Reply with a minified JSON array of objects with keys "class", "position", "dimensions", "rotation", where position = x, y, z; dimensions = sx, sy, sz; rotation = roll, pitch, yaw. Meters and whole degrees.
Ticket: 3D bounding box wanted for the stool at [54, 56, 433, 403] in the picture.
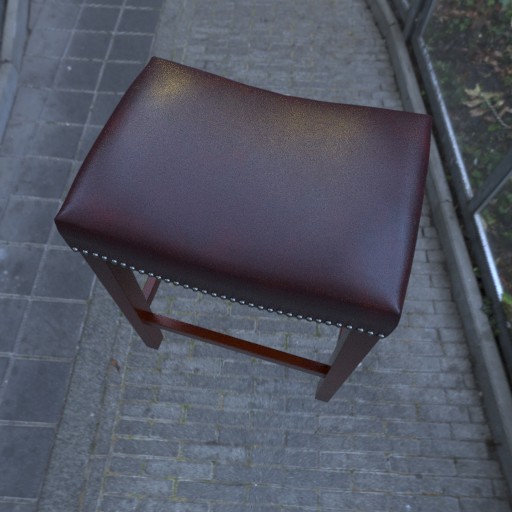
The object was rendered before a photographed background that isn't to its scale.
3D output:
[{"class":"stool","position":[0.000,0.000,0.934],"dimensions":[0.504,0.657,0.372],"rotation":[15,64,8]}]
